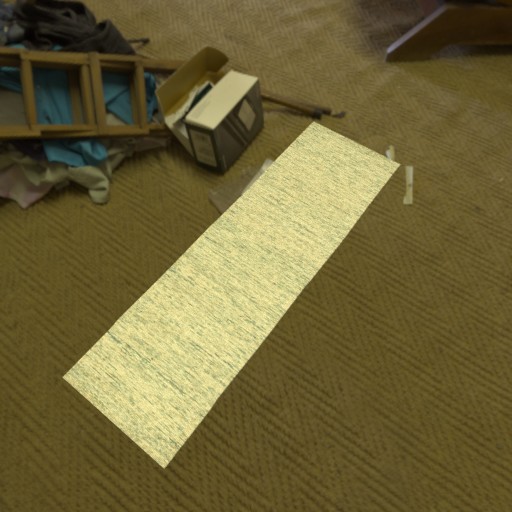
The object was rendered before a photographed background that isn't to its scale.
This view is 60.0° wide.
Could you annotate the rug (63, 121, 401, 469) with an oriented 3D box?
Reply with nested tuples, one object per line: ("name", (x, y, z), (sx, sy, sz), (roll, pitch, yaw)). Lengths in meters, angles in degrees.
("rug", (0.000, 0.000, 2.572), (0.700, 0.014, 2.290), (33, 64, 18))
